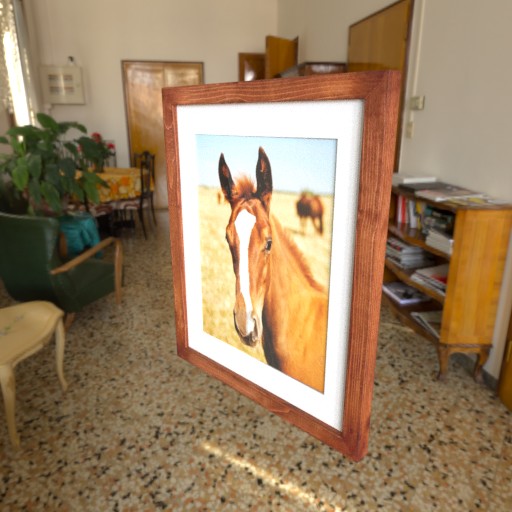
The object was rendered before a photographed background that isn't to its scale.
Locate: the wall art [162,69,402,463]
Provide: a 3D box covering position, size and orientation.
[{"bbox_3d":[0.000,0.000,0.758,0.462,0.558,0.030,16,24,42],"label":"wall art"}]
